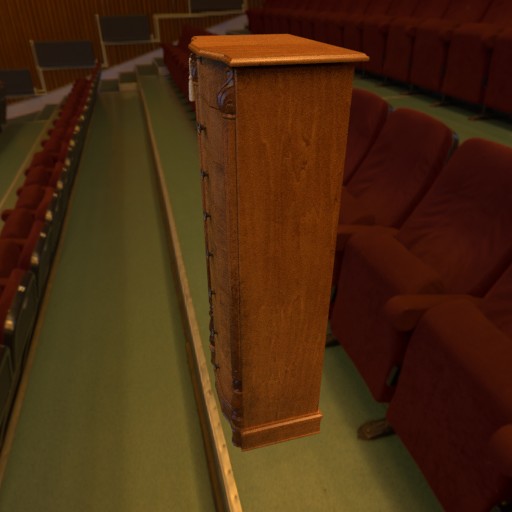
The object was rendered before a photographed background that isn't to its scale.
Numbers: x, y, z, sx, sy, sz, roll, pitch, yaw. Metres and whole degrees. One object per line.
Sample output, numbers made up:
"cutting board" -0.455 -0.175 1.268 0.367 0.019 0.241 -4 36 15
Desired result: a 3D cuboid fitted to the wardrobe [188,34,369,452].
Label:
"wardrobe" 0.000 0.000 1.106 0.273 0.959 0.406 -8 32 -13
